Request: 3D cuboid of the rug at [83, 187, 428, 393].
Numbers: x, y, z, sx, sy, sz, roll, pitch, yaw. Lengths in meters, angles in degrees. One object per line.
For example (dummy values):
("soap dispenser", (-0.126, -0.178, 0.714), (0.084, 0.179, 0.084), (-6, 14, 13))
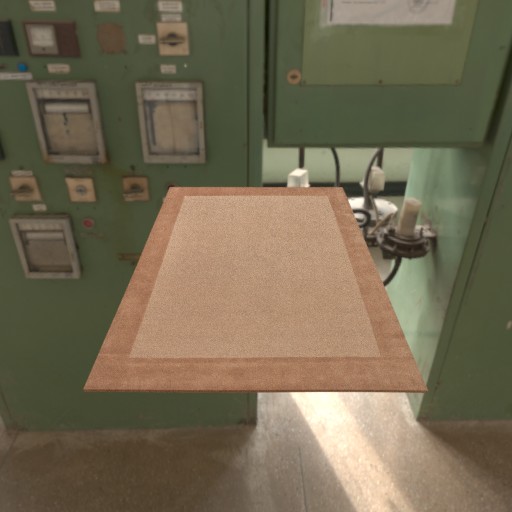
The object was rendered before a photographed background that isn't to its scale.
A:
("rug", (0.000, 0.000, 2.343), (1.219, 0.014, 1.829), (0, 32, 0))
